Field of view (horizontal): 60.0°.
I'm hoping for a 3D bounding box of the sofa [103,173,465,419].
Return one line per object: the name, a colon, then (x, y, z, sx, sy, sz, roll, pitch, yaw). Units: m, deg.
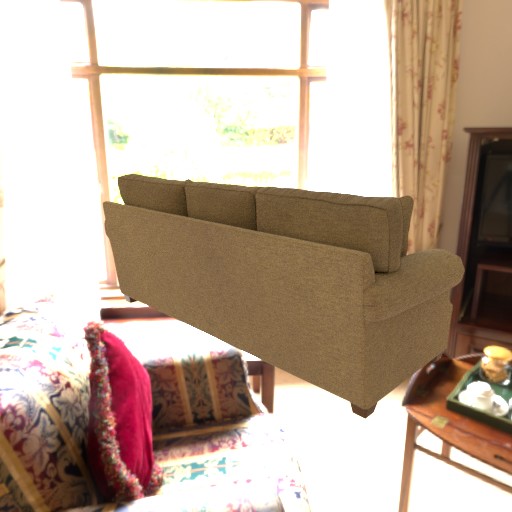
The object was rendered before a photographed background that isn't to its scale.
sofa: (0.000, 0.000, 2.816, 0.965, 0.975, 2.312, -14, 20, -43)
